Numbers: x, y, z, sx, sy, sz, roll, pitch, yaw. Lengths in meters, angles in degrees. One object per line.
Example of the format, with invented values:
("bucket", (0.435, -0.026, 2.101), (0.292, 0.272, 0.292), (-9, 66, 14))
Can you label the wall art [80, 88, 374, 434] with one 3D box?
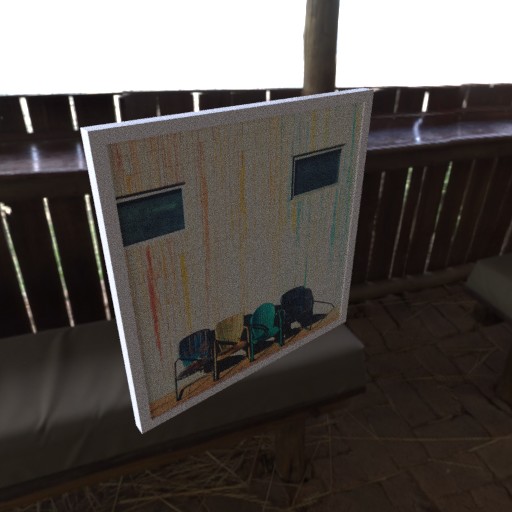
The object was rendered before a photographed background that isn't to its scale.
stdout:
("wall art", (0.000, 0.000, 1.160), (0.760, 0.760, 0.036), (-21, 35, -33))
